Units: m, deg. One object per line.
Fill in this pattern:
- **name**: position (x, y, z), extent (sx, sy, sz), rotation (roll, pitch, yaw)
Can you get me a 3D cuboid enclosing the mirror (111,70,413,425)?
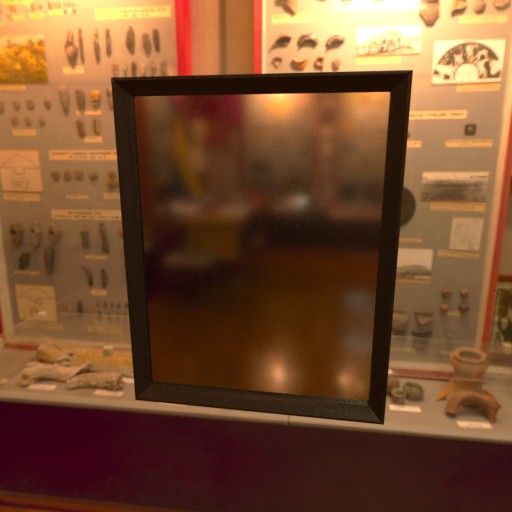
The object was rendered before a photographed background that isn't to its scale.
- **mirror**: position (0.000, 0.000, 0.670), extent (0.406, 0.509, 0.041), rotation (2, 15, 9)
